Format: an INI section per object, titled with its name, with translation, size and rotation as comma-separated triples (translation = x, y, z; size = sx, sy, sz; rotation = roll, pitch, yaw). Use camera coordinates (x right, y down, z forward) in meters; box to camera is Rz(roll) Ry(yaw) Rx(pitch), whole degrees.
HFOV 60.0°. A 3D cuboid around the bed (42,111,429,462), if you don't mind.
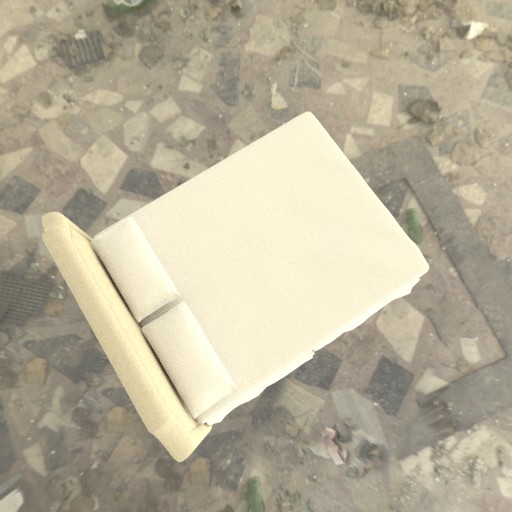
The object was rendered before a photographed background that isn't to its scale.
[bed]
translation = 0.000, 0.000, 3.138
size = 2.116, 1.290, 1.693
rotation = -32, 78, -8
